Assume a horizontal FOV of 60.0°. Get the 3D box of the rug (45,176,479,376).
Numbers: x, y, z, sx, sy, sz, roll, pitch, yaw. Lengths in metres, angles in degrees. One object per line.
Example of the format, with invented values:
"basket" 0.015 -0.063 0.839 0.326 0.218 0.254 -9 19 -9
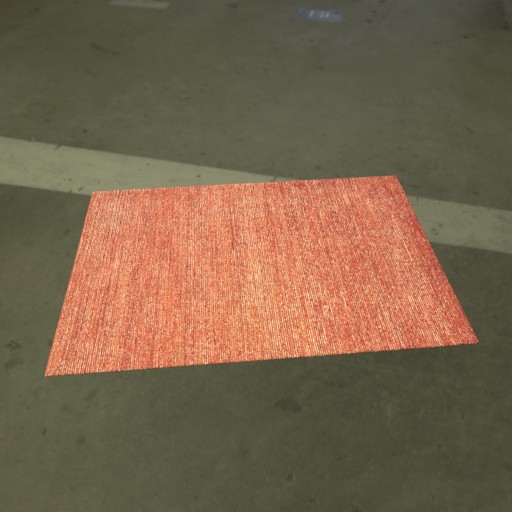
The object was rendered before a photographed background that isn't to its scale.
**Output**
"rug" 0.000 0.000 2.157 1.747 0.011 1.139 -4 47 -3
